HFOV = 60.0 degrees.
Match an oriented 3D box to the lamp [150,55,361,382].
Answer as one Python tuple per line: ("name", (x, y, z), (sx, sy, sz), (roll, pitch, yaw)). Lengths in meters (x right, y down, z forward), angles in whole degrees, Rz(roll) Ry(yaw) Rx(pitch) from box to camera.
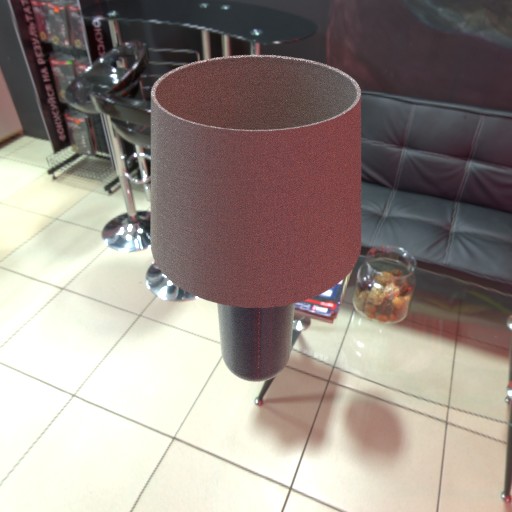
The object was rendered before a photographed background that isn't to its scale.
("lamp", (0.000, 0.000, 0.565), (0.253, 0.428, 0.253), (0, 40, 0))
